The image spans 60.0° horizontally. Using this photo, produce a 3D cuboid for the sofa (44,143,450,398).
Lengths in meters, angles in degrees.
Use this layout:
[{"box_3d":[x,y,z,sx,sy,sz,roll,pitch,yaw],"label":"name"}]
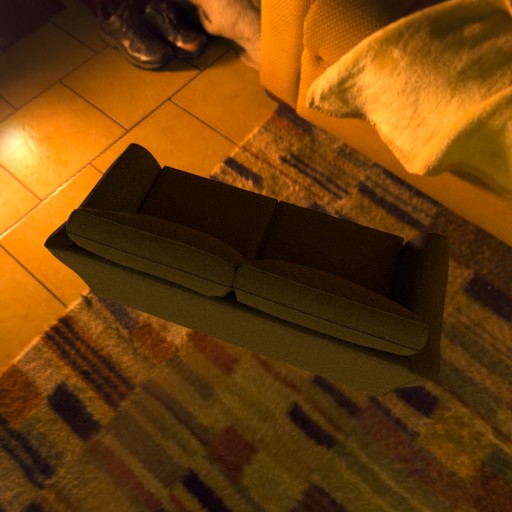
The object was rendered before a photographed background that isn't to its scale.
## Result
[{"box_3d":[0.000,0.000,2.791,2.270,0.950,0.971,18,66,8],"label":"sofa"}]
